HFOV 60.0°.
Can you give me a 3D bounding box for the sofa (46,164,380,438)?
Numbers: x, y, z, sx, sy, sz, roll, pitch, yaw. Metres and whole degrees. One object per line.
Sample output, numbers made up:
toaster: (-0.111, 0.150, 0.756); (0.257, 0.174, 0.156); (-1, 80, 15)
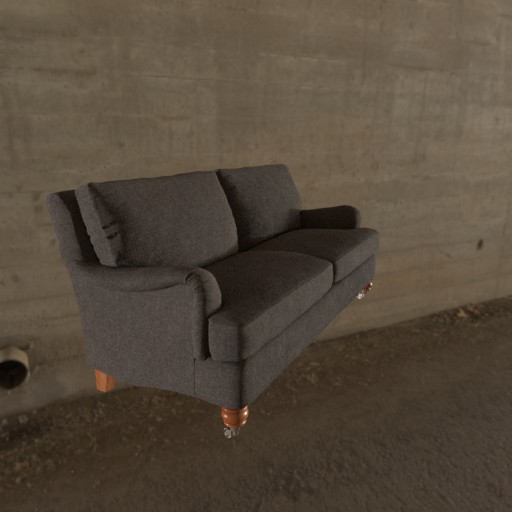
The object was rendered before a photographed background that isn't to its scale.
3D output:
sofa: (0.000, 0.000, 2.778); (1.087, 1.054, 2.160); (8, 16, 28)
